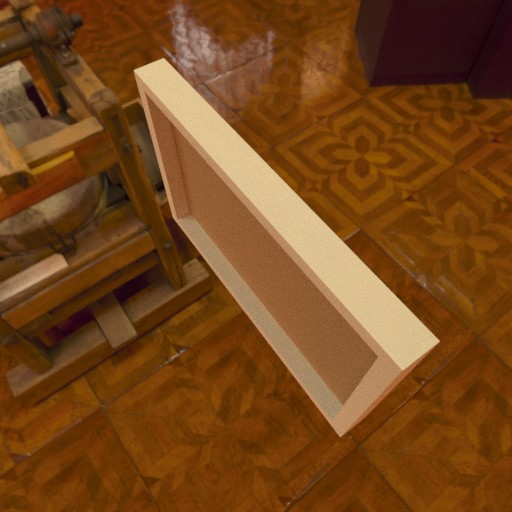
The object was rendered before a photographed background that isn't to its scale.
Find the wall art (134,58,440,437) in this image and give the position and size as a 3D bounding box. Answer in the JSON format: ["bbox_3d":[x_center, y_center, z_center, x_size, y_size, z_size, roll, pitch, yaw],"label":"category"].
[{"bbox_3d":[0.000,0.000,0.487,0.039,0.254,0.384,-31,63,-17],"label":"wall art"}]
